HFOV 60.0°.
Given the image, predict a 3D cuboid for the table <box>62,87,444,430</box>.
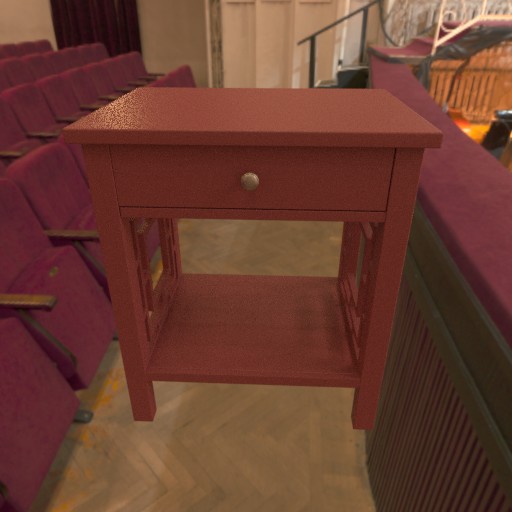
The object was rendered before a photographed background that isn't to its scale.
[{"bbox_3d":[0.000,0.000,1.048,0.599,0.686,0.451,1,29,2],"label":"table"}]
